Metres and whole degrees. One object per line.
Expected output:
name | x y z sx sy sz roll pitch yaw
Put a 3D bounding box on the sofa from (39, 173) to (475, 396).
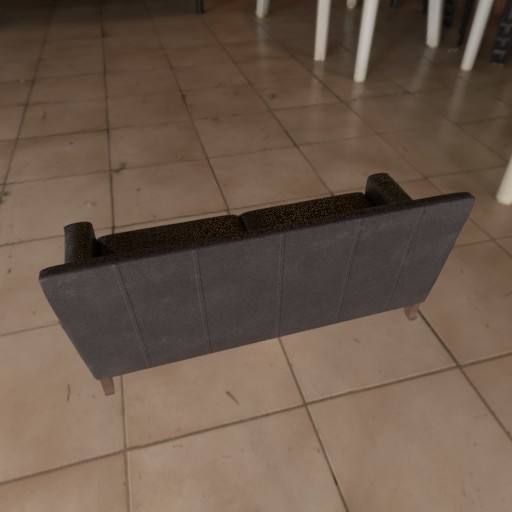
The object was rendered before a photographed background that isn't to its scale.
sofa | 0.000 0.000 2.552 2.053 0.947 0.805 -11 42 -12
